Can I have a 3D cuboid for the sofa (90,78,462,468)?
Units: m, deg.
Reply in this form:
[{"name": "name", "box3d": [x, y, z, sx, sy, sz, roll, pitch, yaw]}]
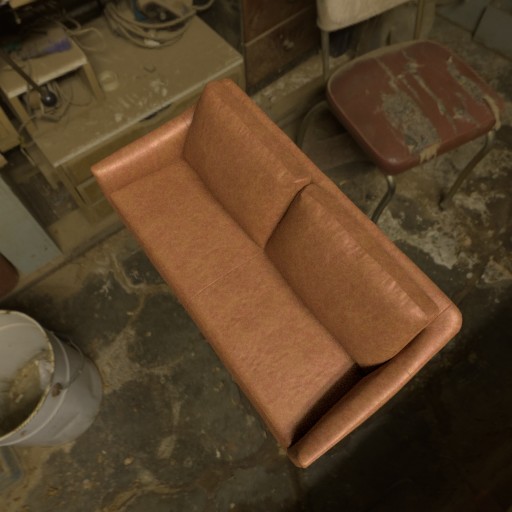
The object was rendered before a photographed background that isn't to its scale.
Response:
[{"name": "sofa", "box3d": [0.000, 0.000, 2.520, 0.981, 0.945, 2.036, -34, 69, -15]}]
